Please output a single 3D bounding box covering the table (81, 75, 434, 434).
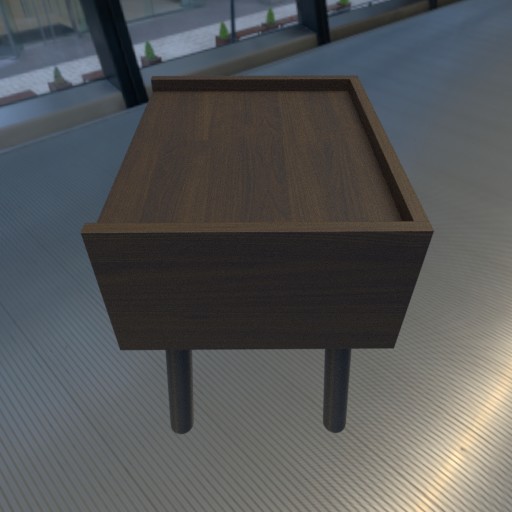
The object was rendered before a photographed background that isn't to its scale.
[{"bbox_3d":[0.000,0.000,0.788,0.370,0.470,0.450,0,42,0],"label":"table"}]
